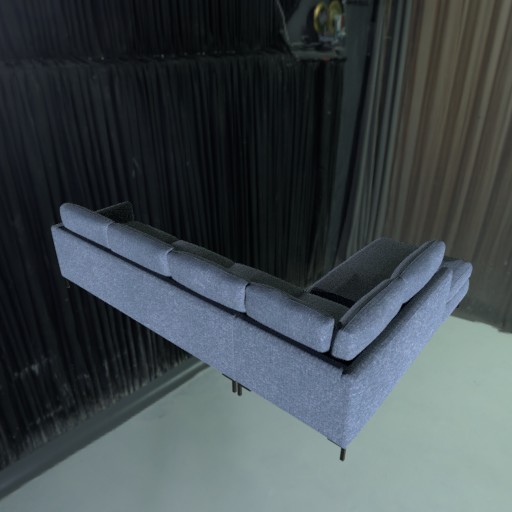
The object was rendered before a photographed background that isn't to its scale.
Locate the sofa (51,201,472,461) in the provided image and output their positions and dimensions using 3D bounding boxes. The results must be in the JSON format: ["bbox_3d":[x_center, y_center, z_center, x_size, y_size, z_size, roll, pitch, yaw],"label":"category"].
[{"bbox_3d":[0.000,0.000,3.725,2.949,0.815,2.007,21,34,34],"label":"sofa"}]
